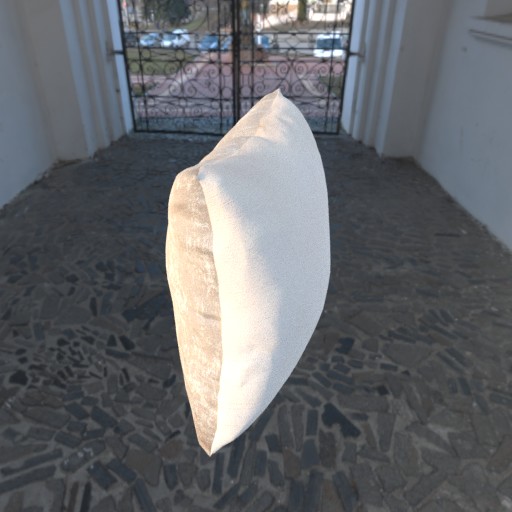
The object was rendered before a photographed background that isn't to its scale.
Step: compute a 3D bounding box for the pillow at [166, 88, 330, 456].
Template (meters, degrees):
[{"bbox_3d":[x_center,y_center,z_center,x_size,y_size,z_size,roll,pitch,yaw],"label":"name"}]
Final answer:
[{"bbox_3d":[0.000,0.000,0.729,0.245,0.448,0.450,8,33,13],"label":"pillow"}]
